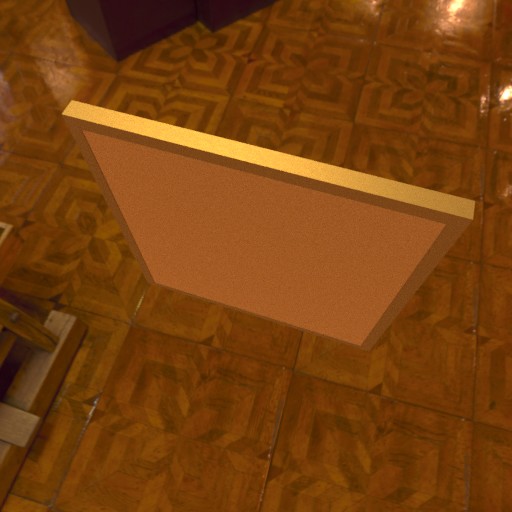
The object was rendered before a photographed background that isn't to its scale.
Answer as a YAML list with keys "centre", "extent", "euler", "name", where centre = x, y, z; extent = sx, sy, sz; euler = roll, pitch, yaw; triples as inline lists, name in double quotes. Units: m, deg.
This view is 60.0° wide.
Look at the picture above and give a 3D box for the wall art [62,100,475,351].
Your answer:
- centre: [0.000, 0.000, 2.850]
  extent: [1.926, 1.926, 0.099]
  euler: [16, 63, 8]
  name: "wall art"
